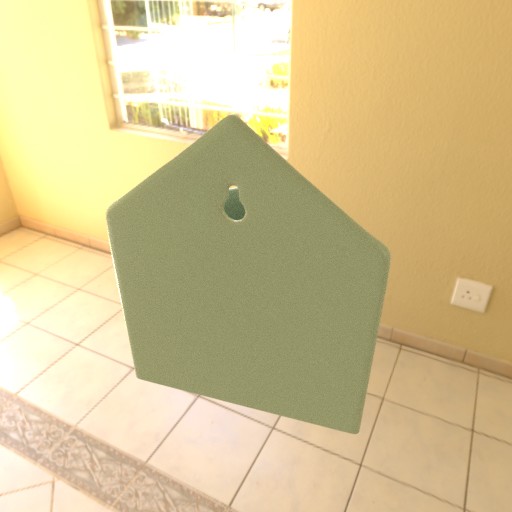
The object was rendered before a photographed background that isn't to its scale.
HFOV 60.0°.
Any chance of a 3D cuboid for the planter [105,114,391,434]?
[{"bbox_3d":[0.000,0.000,0.287,0.164,0.197,0.079,9,33,15],"label":"planter"}]
